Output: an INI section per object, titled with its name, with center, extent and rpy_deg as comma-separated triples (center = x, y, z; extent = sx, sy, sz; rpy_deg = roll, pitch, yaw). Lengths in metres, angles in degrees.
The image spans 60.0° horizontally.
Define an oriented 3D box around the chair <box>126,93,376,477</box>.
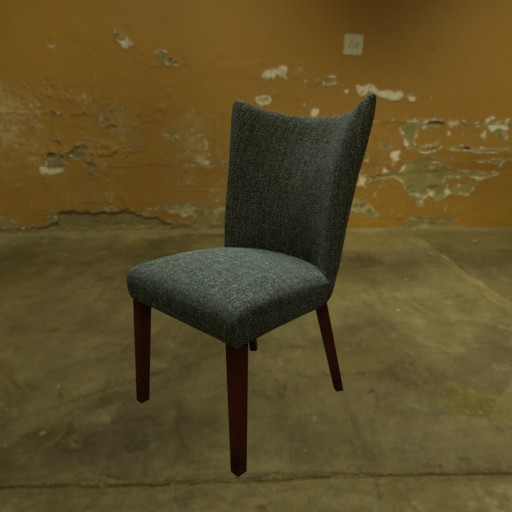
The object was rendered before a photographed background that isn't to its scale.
[chair]
center = 0.000, 0.000, 1.341
extent = 0.535, 0.924, 0.623
rpy_deg = 15, 22, 42
